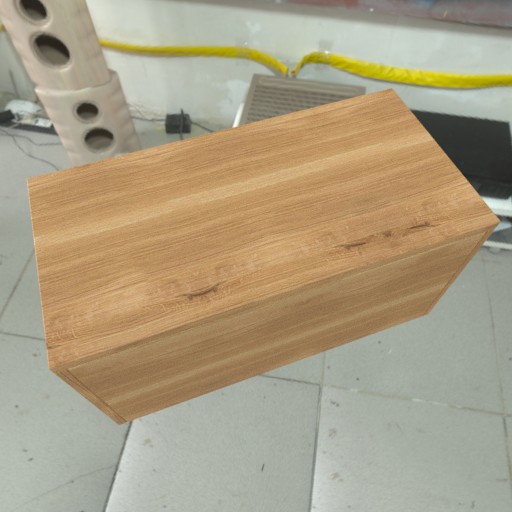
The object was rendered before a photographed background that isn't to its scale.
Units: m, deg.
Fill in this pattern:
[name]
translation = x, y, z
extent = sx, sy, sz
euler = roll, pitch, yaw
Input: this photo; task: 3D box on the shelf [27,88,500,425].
[shelf]
translation = 0.000, 0.000, 0.999
extent = 0.800, 0.400, 0.400
euler = -17, 59, -10
